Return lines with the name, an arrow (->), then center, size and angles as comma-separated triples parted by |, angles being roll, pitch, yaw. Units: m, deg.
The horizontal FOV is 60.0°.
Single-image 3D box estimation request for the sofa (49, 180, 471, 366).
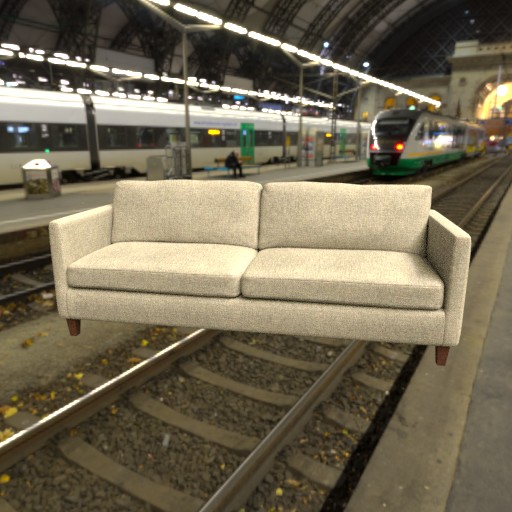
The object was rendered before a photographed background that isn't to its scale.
sofa -> 0.000, 0.000, 2.963 | 2.434, 0.951, 0.948 | 3, 15, 10
